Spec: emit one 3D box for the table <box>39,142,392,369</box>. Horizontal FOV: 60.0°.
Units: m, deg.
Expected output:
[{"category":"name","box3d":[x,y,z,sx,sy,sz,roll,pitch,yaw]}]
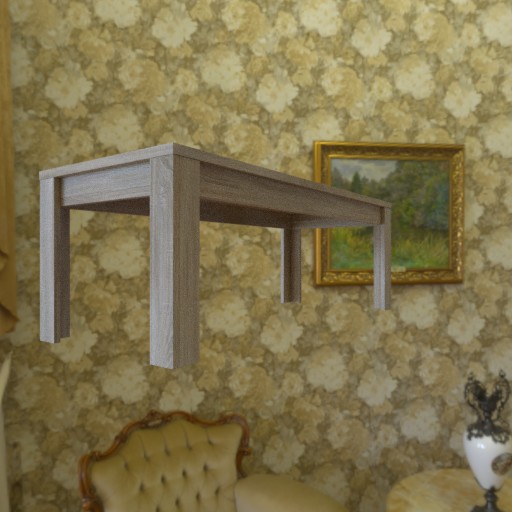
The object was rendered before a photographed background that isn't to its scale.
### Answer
[{"category":"table","box3d":[0.000,0.000,2.692,0.900,0.790,2.200,0,0,36]}]
